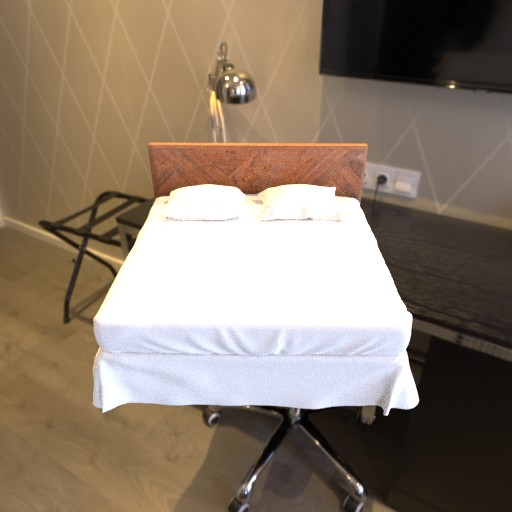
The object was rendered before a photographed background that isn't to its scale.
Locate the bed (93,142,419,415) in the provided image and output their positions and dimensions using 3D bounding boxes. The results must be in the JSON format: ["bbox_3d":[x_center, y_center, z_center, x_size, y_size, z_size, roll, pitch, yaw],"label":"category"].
[{"bbox_3d":[0.000,0.000,3.493,2.255,1.158,2.165,0,31,1],"label":"bed"}]
